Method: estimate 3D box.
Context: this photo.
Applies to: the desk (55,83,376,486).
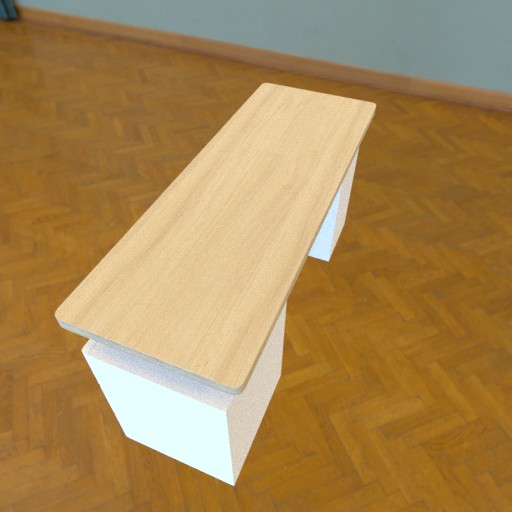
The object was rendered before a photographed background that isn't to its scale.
[{"bbox_3d":[0.000,0.000,1.849,0.550,0.755,1.500,17,48,16],"label":"desk"}]
